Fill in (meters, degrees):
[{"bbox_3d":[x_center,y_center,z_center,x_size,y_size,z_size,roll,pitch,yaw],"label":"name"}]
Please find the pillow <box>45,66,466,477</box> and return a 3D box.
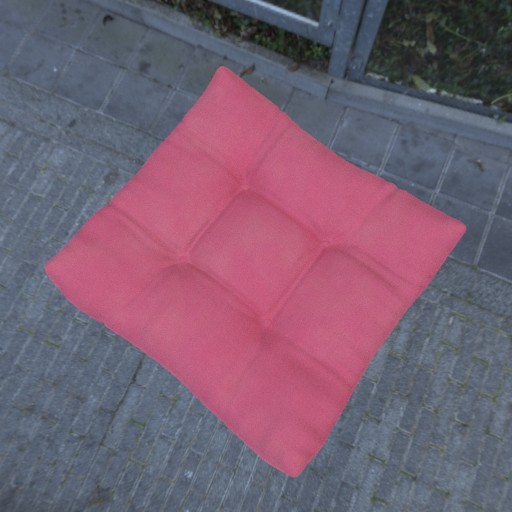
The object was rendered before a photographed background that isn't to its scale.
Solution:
[{"bbox_3d":[0.000,0.000,0.711,0.490,0.128,0.468,36,78,9],"label":"pillow"}]
